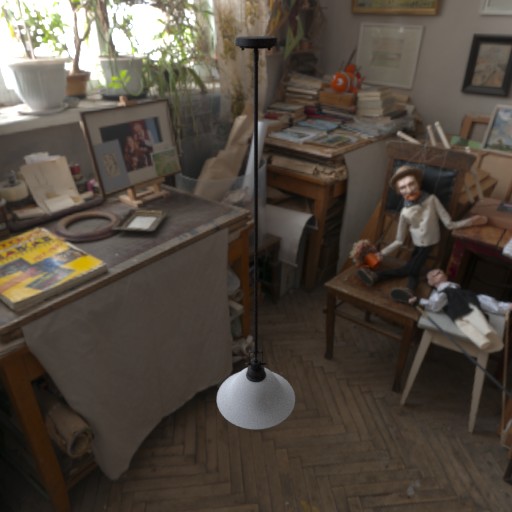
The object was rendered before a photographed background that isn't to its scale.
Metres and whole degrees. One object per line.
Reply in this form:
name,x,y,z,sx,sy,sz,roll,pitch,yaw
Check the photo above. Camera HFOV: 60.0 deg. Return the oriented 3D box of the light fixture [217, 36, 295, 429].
light fixture,0.000,0.000,1.510,0.324,1.337,0.324,0,29,0
